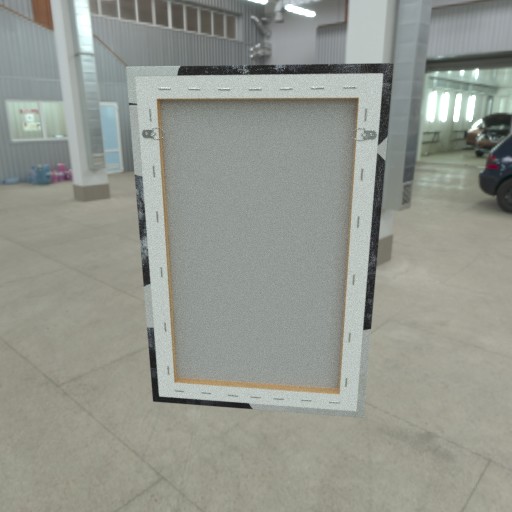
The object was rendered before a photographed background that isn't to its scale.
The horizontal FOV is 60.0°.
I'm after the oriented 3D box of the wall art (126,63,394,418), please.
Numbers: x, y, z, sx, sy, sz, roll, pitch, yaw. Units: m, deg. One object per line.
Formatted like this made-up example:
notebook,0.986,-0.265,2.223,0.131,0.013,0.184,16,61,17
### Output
wall art,0.000,0.000,1.154,0.610,0.915,0.041,2,17,7
